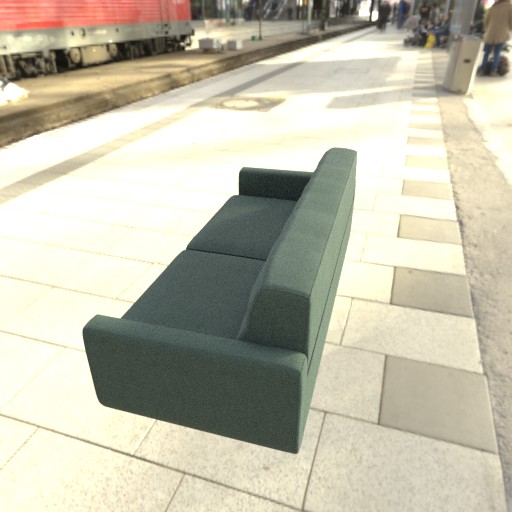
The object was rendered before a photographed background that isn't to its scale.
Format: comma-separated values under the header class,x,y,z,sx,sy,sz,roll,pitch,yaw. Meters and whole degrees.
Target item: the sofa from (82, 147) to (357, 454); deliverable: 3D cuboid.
class,x,y,z,sx,sy,sz,roll,pitch,yaw
sofa,0.000,0.000,2.493,0.909,0.841,2.029,8,30,14
